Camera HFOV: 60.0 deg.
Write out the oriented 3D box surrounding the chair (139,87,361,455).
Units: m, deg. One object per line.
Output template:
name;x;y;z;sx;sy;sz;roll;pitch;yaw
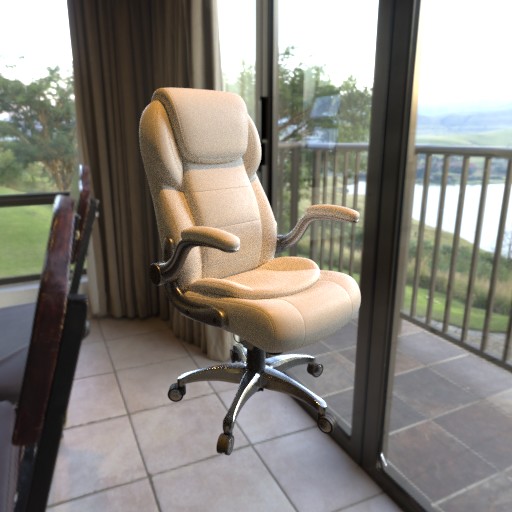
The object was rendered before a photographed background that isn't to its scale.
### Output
chair;0.000;0.000;1.828;0.755;1.330;0.806;-15;21;-42
